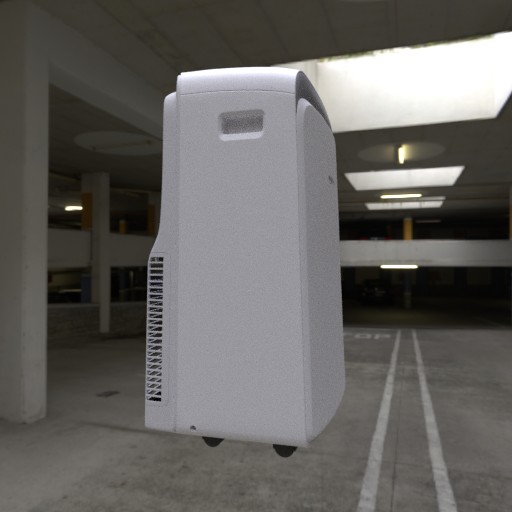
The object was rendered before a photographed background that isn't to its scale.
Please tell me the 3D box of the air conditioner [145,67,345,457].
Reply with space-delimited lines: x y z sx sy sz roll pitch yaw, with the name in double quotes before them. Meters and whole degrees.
"air conditioner" 0.000 0.000 0.972 0.365 0.700 0.454 0 -1 18
